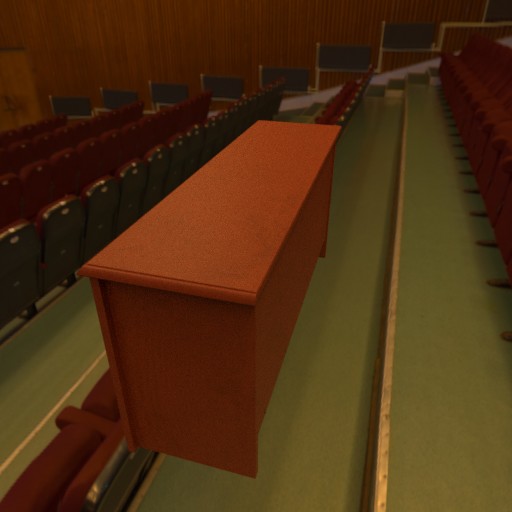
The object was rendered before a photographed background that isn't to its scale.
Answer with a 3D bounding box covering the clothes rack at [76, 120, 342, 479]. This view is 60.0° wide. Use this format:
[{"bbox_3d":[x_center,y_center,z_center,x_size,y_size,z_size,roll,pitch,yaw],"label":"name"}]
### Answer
[{"bbox_3d":[0.000,0.000,1.479,0.362,0.594,1.251,8,31,14],"label":"clothes rack"}]
